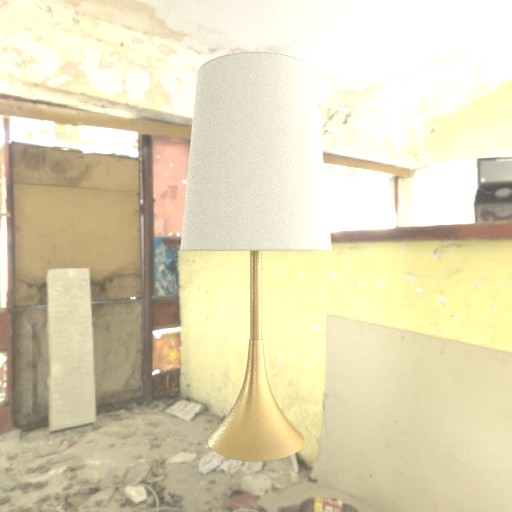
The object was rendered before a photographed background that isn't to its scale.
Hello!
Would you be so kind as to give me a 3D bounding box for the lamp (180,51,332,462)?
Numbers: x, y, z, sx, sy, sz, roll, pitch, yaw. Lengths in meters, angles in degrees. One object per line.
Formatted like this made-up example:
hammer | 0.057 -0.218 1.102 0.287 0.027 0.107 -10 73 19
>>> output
lamp | 0.000 0.000 0.686 0.231 0.569 0.231 0 1 0
